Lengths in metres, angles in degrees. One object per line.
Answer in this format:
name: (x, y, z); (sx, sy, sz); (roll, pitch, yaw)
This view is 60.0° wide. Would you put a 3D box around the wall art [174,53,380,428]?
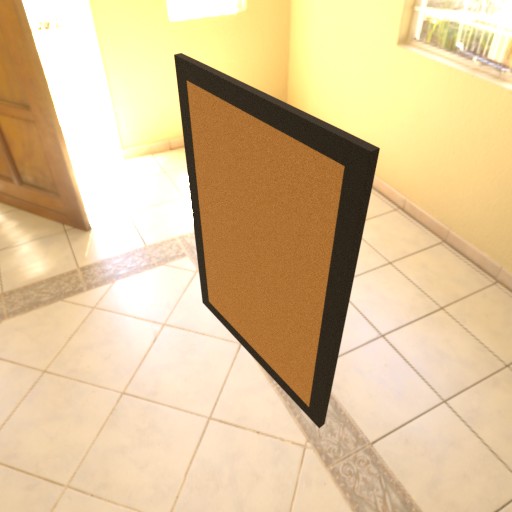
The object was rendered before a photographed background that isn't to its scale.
wall art: (0.000, 0.000, 0.719); (0.013, 0.534, 0.380); (-27, 48, -28)
